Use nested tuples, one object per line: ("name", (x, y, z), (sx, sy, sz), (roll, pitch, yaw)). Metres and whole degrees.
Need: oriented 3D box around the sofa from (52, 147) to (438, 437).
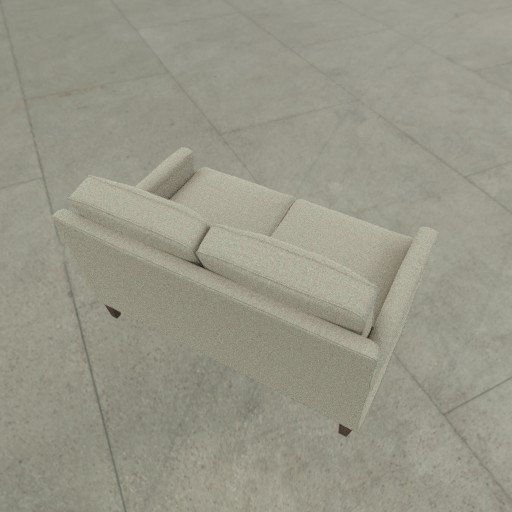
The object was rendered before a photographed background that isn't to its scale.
("sofa", (0.000, 0.000, 2.284), (1.597, 1.003, 1.084), (22, 50, 20))
